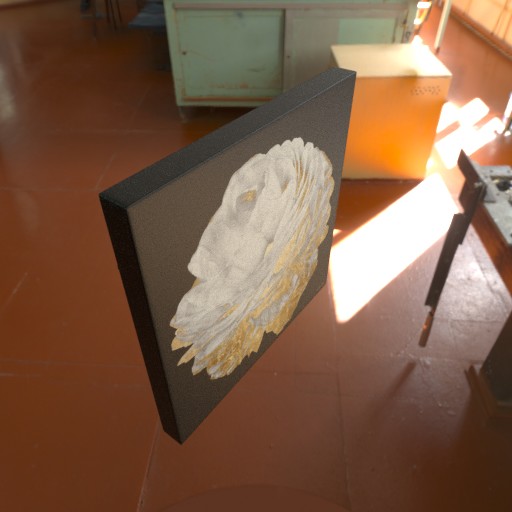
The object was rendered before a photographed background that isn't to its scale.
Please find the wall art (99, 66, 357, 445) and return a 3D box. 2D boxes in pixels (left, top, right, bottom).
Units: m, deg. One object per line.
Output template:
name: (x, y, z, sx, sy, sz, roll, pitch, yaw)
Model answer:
wall art: (0.000, 0.000, 0.622, 0.041, 0.407, 0.406, 26, 47, 27)
